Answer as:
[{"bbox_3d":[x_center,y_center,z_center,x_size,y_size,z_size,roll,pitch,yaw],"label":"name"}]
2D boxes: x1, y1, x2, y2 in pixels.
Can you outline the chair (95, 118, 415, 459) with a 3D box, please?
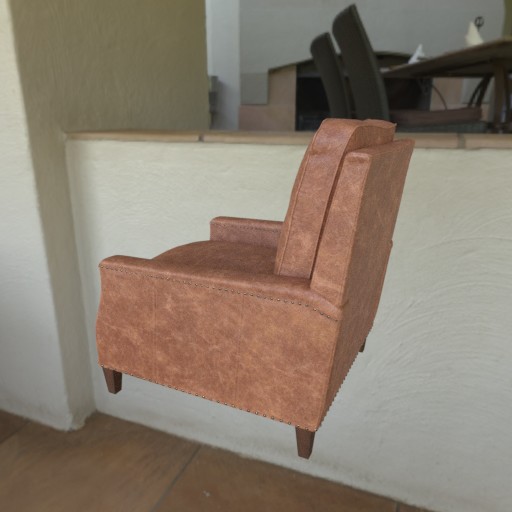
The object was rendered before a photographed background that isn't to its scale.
[{"bbox_3d":[0.000,0.000,1.779,1.035,1.054,0.854,8,19,25],"label":"chair"}]
